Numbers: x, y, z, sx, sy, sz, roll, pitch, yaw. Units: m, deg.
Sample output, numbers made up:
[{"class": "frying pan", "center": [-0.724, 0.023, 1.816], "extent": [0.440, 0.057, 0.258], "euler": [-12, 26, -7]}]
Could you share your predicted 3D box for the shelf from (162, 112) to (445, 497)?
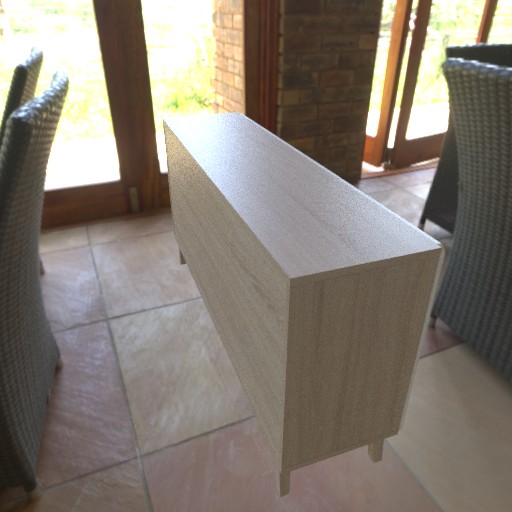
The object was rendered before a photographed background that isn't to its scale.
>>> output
[{"class": "shelf", "center": [0.000, 0.000, 1.744], "extent": [0.400, 0.780, 1.490], "euler": [-10, 32, -17]}]
